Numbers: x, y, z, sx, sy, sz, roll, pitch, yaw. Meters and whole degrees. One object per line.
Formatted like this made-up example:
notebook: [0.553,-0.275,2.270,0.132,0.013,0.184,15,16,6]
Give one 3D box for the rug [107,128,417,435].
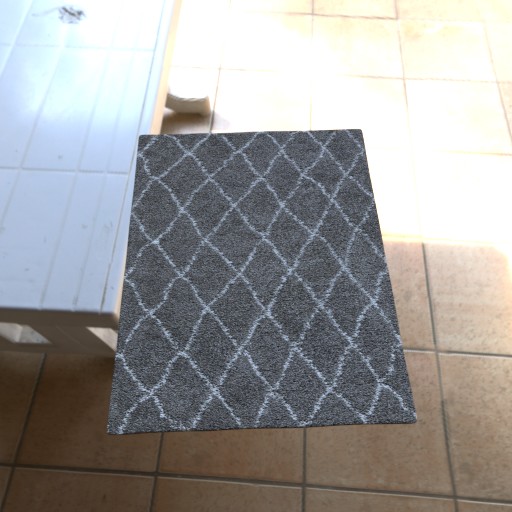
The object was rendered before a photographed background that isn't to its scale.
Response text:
rug: [0.000,0.000,4.159,2.438,0.029,3.047,-2,63,-1]
